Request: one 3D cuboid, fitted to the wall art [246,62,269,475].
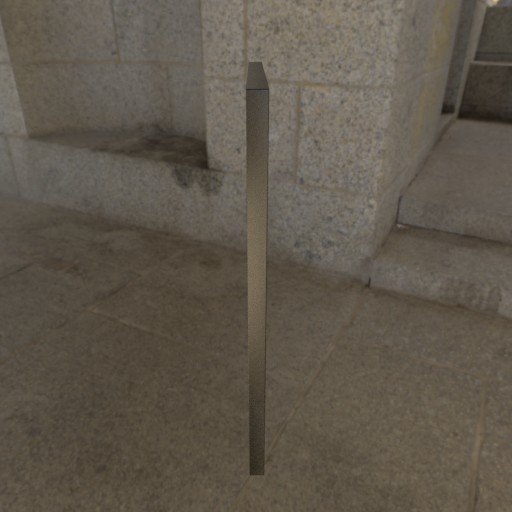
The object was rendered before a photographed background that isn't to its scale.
[{"bbox_3d":[0.000,0.000,0.590,0.019,0.455,0.314,0,27,0],"label":"wall art"}]
